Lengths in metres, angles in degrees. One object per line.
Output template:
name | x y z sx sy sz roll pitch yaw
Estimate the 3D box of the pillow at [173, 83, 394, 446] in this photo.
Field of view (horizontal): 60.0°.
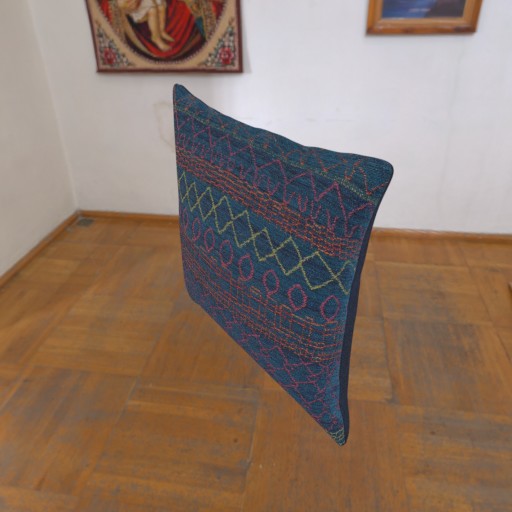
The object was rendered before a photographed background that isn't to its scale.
pillow | 0.000 0.000 0.668 0.141 0.431 0.431 -21 38 -30
